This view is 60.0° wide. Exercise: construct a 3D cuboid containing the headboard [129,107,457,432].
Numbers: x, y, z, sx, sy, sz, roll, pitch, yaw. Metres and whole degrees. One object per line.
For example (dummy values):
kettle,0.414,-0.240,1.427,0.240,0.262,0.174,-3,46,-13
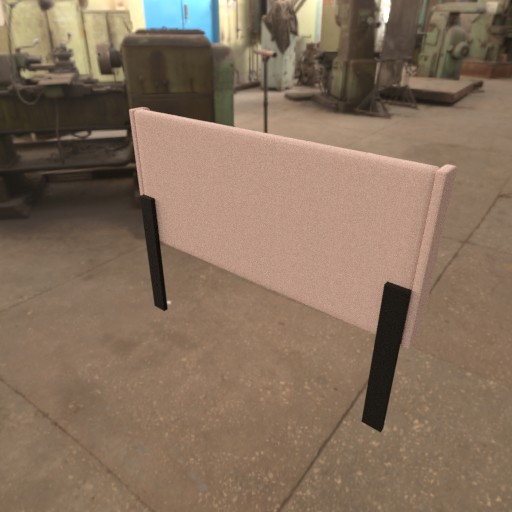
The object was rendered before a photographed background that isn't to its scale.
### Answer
headboard,0.000,0.000,2.739,2.051,1.524,0.184,21,35,33
